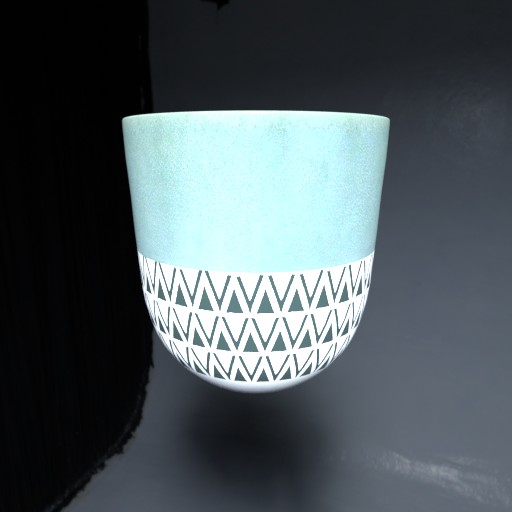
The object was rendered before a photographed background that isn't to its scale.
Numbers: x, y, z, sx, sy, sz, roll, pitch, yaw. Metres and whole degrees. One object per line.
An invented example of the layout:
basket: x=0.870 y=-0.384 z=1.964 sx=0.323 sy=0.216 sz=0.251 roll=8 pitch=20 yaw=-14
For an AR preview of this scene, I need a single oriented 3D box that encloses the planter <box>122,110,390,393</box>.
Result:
planter: x=0.000 y=0.000 z=0.367 sx=0.198 sy=0.214 sz=0.198 roll=0 pitch=14 yaw=0
